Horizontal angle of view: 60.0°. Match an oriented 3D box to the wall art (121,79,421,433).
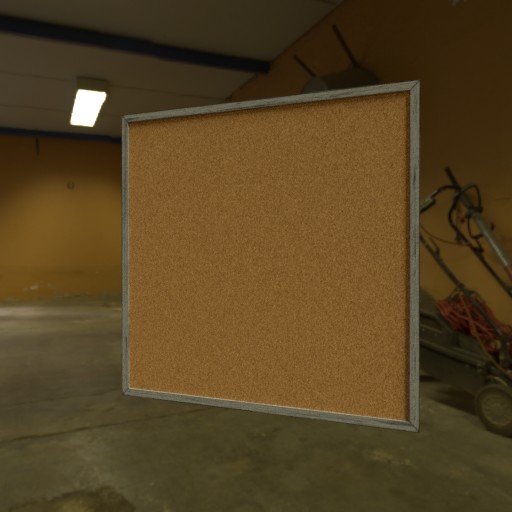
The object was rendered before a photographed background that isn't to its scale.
[{"bbox_3d":[0.000,0.000,1.097,0.761,0.761,0.037,0,0,19],"label":"wall art"}]
